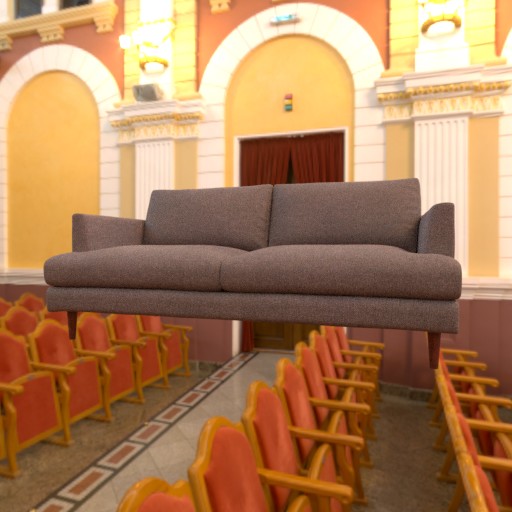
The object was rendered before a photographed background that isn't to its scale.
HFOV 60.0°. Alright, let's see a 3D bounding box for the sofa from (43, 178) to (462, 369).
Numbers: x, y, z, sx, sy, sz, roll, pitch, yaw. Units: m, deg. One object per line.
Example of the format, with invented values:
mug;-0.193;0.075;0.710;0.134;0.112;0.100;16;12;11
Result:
sofa;0.000;0.000;2.413;1.948;0.868;1.020;0;1;19
